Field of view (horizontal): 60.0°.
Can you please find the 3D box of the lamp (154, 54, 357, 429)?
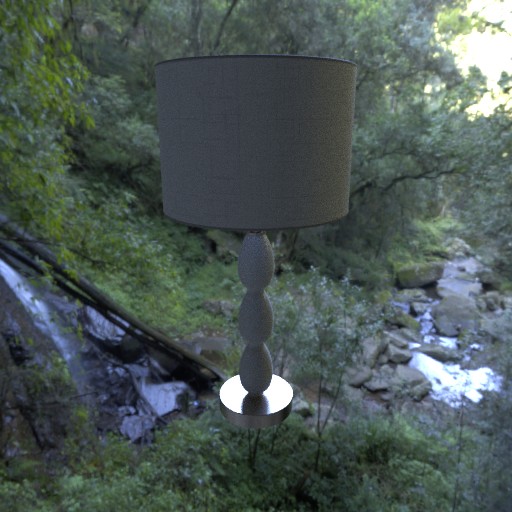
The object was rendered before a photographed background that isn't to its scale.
[{"bbox_3d":[0.000,0.000,0.710,0.282,0.559,0.280,-16,24,-41],"label":"lamp"}]
